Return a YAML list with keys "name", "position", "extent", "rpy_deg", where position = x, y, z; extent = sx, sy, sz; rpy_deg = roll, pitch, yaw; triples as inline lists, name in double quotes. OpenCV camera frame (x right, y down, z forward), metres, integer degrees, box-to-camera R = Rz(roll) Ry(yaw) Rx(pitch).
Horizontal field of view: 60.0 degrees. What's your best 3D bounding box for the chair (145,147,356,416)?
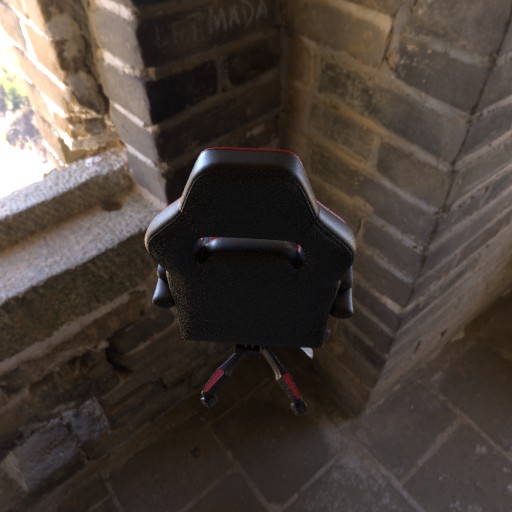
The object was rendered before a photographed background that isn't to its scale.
- name: "chair"
  position: [0.000, 0.000, 1.660]
  extent: [0.700, 1.220, 0.700]
  rpy_deg: [3, 44, 3]
